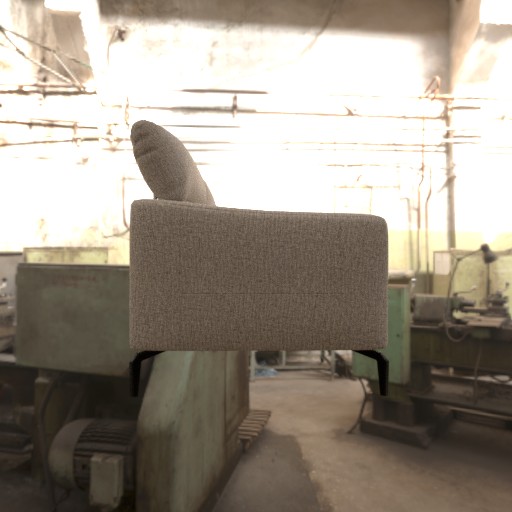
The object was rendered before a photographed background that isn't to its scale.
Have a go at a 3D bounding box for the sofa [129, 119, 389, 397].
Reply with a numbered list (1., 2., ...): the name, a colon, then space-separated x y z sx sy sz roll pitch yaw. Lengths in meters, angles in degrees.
1. sofa: 0.000 0.000 2.172 0.905 0.950 1.540 0 -1 -1
